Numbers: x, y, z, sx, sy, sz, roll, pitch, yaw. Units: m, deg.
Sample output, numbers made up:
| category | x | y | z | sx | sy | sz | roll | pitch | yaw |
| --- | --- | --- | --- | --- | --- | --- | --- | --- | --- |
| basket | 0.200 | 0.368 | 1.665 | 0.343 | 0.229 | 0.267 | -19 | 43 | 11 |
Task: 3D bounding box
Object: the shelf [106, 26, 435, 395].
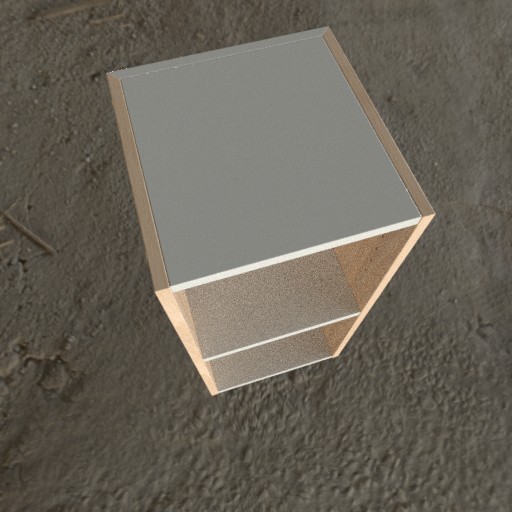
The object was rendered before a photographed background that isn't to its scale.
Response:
| category | x | y | z | sx | sy | sz | roll | pitch | yaw |
| --- | --- | --- | --- | --- | --- | --- | --- | --- | --- |
| shelf | 0.000 | 0.000 | 0.756 | 0.290 | 0.594 | 0.297 | -15 | 65 | -7 |
